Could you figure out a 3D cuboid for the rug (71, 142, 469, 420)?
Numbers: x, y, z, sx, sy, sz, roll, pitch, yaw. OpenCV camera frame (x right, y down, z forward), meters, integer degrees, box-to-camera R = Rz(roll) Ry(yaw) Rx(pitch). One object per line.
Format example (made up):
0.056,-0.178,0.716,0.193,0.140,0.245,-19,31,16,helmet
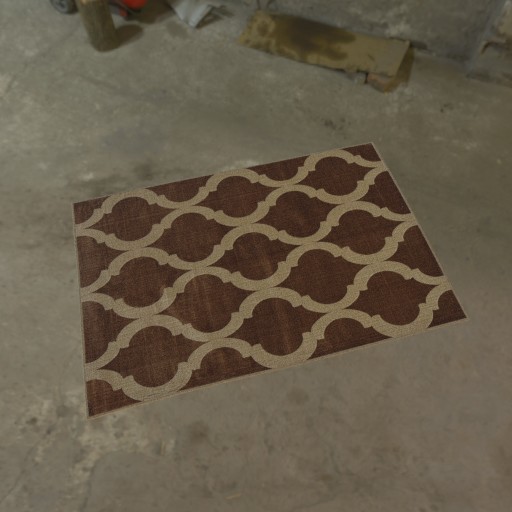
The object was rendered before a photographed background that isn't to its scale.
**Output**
0.000,0.000,2.902,2.290,0.014,1.526,-13,60,-8,rug
